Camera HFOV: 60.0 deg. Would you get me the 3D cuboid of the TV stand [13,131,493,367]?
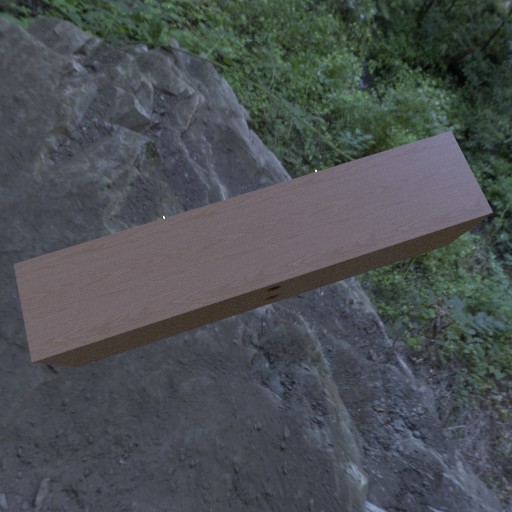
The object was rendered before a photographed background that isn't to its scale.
[{"bbox_3d":[0.000,0.000,1.934,1.760,0.580,0.400,-18,75,-5],"label":"TV stand"}]
